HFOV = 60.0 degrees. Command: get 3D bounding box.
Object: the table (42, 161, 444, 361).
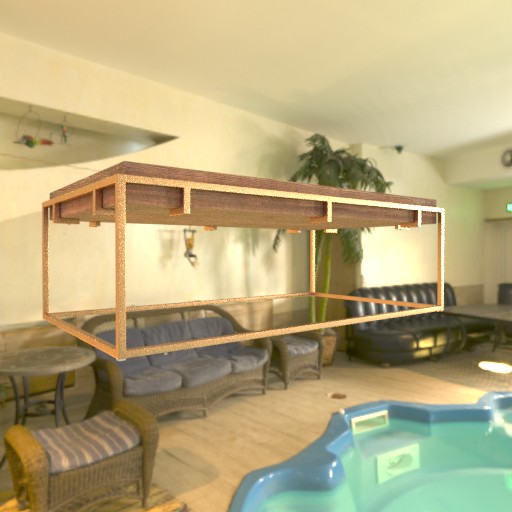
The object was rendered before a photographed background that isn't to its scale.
[{"bbox_3d":[0.000,0.000,1.742,1.387,0.468,0.775,-1,1,-37],"label":"table"}]
